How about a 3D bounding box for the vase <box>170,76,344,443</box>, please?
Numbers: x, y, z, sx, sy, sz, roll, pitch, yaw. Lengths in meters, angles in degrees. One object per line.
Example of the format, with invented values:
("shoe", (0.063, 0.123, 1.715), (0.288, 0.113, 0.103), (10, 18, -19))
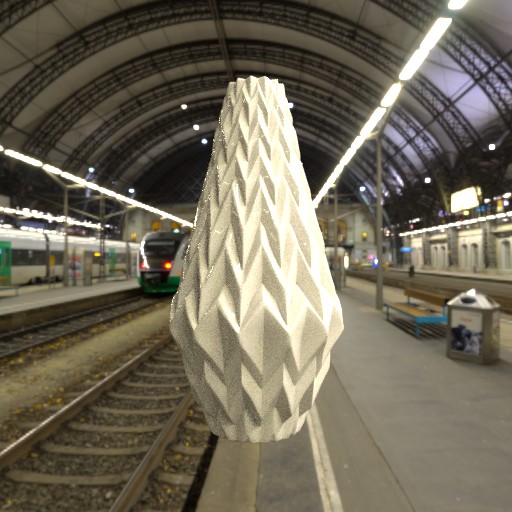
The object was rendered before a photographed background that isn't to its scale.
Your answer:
("vase", (0.000, 0.000, 0.428), (0.167, 0.328, 0.167), (0, 0, 0))
